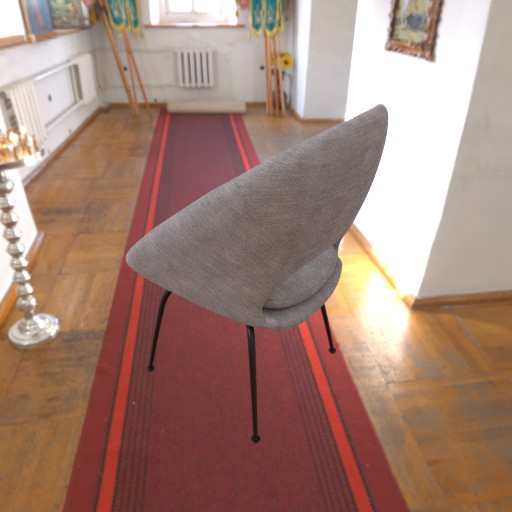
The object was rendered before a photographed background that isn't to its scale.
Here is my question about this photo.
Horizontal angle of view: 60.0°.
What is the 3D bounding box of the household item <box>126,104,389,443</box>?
[{"bbox_3d":[0.000,0.000,1.258,0.587,0.869,0.643,22,38,31],"label":"household item"}]
